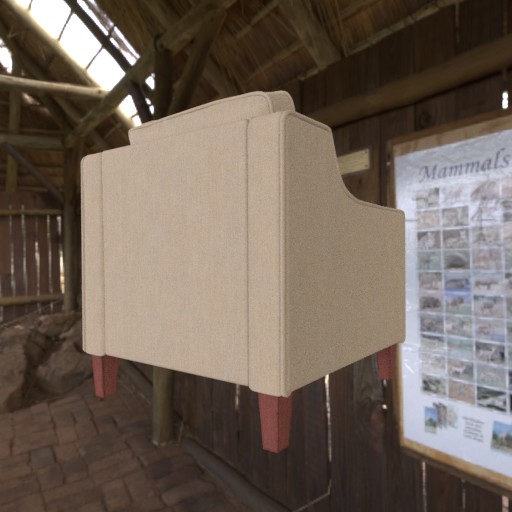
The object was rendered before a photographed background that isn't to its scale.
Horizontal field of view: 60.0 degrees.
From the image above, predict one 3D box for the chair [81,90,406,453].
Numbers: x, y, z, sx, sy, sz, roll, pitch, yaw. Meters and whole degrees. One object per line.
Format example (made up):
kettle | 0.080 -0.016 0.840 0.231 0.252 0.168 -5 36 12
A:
chair | 0.000 0.000 1.639 0.831 0.960 0.909 0 0 36
